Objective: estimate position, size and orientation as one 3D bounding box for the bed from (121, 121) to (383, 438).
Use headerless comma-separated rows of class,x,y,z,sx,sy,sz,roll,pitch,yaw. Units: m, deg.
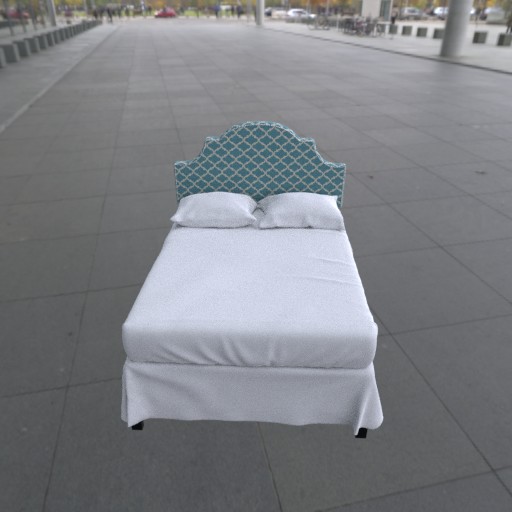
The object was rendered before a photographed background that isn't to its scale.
bed,0.000,0.000,3.445,1.780,1.633,2.222,1,29,2
